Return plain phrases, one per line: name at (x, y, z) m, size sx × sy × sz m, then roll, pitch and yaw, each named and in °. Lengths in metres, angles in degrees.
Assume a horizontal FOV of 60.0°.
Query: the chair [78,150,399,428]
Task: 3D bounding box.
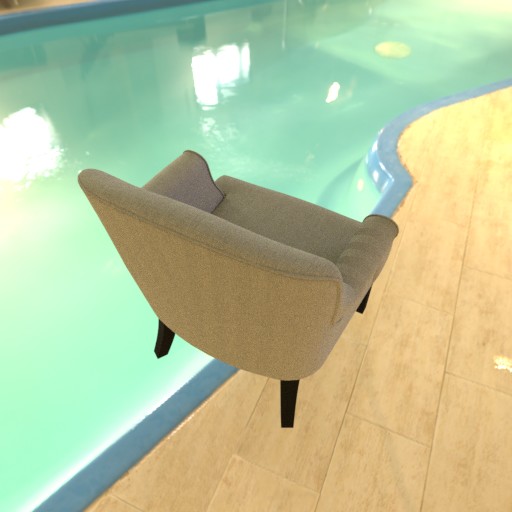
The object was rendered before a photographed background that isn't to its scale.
chair at (0.000, 0.000, 1.435) m, size 0.772 × 0.880 × 0.755 m, roll 23°, pitch 50°, yaw 20°
